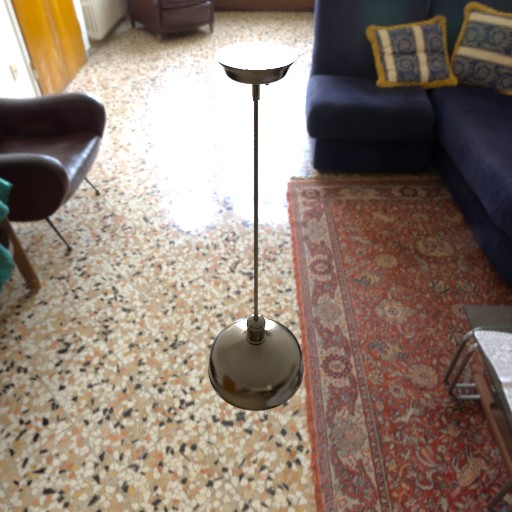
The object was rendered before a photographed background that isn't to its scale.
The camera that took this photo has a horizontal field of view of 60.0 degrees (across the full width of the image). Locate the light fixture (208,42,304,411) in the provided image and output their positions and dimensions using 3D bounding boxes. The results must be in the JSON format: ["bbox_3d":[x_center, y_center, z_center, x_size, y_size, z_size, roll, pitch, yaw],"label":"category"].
[{"bbox_3d":[0.000,0.000,1.080,0.299,0.935,0.299,-25,48,-25],"label":"light fixture"}]
